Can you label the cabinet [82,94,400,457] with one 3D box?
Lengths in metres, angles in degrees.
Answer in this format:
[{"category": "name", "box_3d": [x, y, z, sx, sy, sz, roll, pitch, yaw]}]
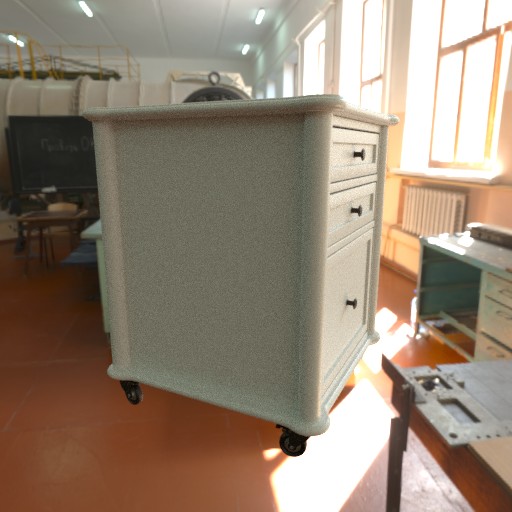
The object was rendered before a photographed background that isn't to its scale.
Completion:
[{"category": "cabinet", "box_3d": [0.000, 0.000, 1.232, 0.627, 0.761, 0.628, 7, 15, 26]}]
